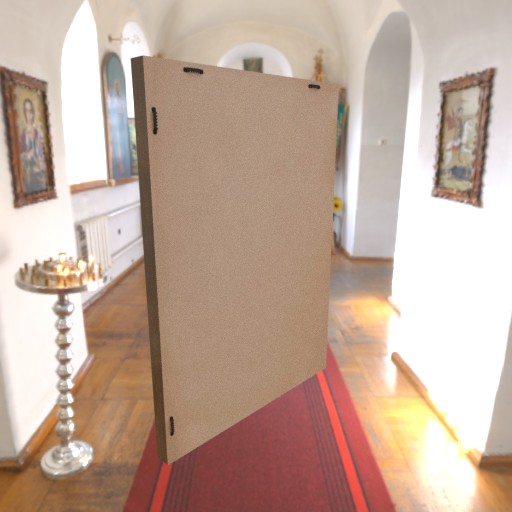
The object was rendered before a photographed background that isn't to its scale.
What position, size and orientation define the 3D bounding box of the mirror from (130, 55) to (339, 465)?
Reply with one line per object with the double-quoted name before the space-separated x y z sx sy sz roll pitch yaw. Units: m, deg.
"mirror" 0.000 0.000 0.925 0.040 0.710 0.507 14 20 42
